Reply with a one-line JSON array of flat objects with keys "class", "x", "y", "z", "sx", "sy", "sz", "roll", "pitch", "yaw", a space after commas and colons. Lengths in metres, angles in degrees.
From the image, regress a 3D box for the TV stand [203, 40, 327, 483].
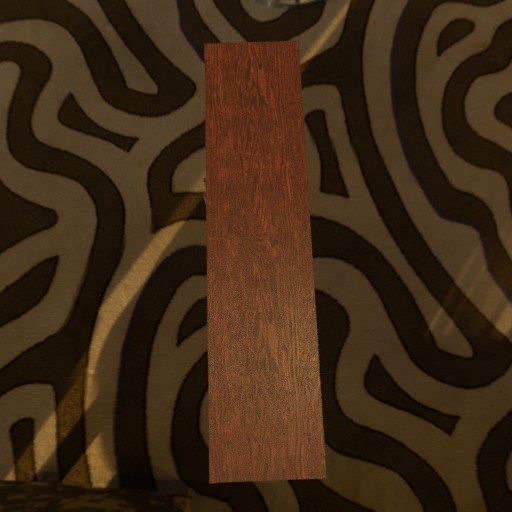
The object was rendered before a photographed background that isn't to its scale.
[{"class": "TV stand", "x": 0.000, "y": 0.000, "z": 1.804, "sx": 0.382, "sy": 0.578, "sz": 1.541, "roll": -2, "pitch": 78, "yaw": 0}]
